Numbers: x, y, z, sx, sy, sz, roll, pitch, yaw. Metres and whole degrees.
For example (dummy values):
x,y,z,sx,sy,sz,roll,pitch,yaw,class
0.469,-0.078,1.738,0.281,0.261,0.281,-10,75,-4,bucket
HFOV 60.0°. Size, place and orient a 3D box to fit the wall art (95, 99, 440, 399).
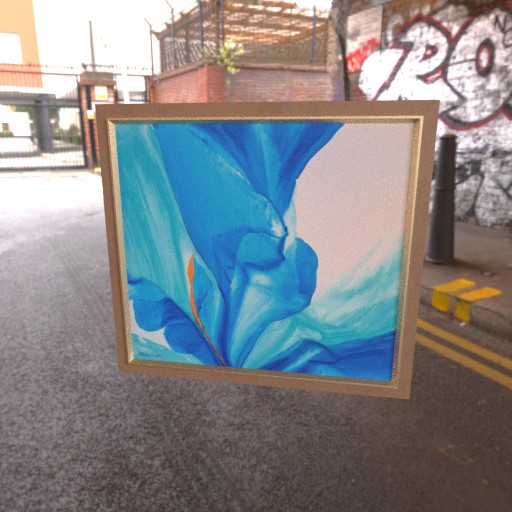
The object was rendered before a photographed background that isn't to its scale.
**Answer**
x,y,z,sx,sy,sz,roll,pitch,yaw,class
0.000,0.000,1.620,1.168,1.067,0.025,3,15,9,wall art
